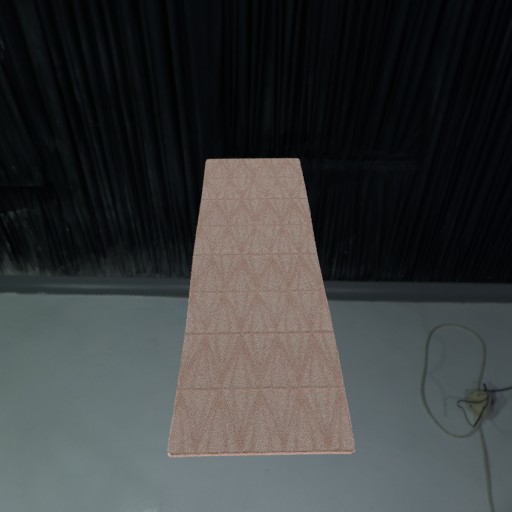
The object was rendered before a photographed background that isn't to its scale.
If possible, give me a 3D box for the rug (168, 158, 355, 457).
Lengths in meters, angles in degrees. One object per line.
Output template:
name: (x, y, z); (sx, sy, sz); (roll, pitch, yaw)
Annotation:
rug: (0.000, 0.000, 2.682); (0.760, 0.015, 2.435); (-1, 40, -1)
